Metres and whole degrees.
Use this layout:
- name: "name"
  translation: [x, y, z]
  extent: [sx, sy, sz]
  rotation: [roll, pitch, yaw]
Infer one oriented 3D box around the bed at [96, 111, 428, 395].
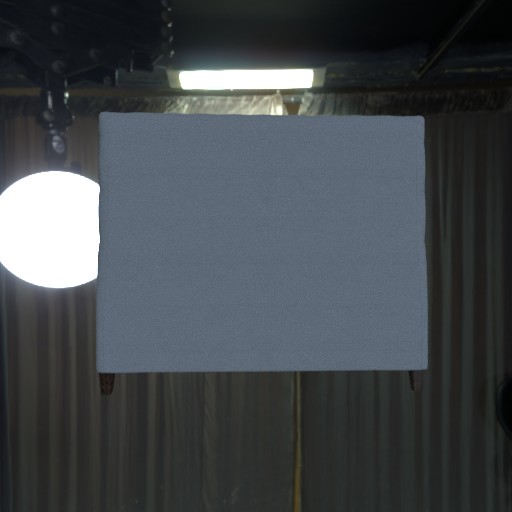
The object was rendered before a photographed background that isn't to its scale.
- name: "bed"
  translation: [0.000, 0.000, 3.346]
  extent: [1.698, 1.427, 2.231]
  rotation: [0, -1, -2]
